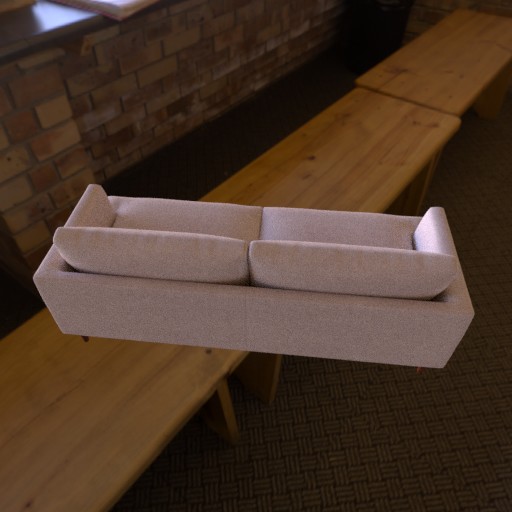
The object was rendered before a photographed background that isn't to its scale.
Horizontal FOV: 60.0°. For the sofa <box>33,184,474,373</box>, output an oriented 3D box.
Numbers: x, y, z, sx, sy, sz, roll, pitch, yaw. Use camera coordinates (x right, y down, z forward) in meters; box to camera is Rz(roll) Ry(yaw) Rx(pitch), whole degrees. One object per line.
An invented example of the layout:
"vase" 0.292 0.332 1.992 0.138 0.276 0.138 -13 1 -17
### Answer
"sofa" 0.000 0.000 2.717 2.250 0.868 1.020 4 46 4
